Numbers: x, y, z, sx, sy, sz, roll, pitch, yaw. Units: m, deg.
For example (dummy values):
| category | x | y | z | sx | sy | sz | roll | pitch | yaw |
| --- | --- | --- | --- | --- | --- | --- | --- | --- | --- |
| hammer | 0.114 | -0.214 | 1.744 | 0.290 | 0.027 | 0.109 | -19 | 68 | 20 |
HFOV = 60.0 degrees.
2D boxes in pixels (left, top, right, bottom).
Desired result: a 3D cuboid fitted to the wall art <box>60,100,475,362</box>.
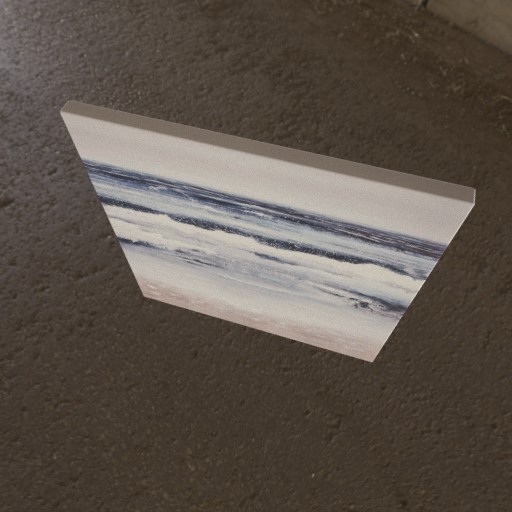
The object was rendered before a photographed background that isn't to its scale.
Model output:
| category | x | y | z | sx | sy | sz | roll | pitch | yaw |
| --- | --- | --- | --- | --- | --- | --- | --- | --- | --- |
| wall art | 0.000 | 0.000 | 1.100 | 0.755 | 0.747 | 0.065 | 15 | 58 | 9 |
